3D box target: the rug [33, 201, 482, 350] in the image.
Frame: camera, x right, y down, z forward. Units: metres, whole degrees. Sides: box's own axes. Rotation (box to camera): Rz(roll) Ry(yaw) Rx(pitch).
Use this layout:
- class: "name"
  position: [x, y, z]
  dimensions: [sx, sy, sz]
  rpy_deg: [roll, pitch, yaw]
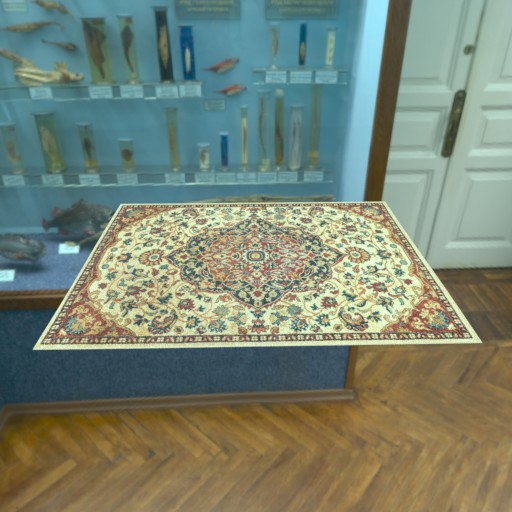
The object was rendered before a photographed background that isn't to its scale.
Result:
- class: "rug"
  position: [0.000, 0.000, 4.075]
  dimensions: [3.067, 0.005, 2.454]
  rpy_deg: [-1, 30, -1]
